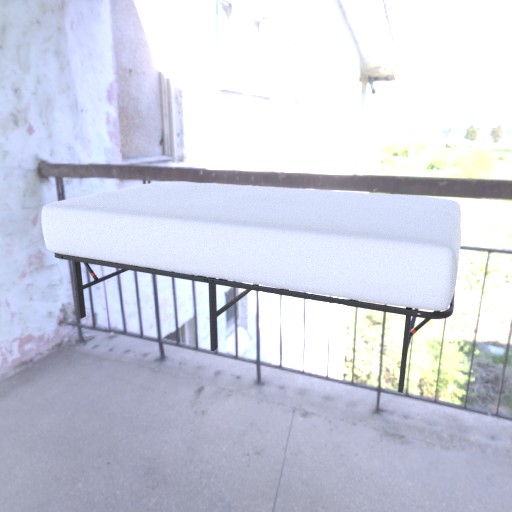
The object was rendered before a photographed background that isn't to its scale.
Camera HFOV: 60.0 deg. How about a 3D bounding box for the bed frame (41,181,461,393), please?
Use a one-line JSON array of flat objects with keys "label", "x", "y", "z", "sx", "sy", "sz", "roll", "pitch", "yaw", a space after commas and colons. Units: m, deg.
[{"label": "bed frame", "x": 0.000, "y": 0.000, "z": 2.306, "sx": 1.908, "sy": 0.640, "sz": 1.025, "roll": 7, "pitch": 18, "yaw": 23}]
